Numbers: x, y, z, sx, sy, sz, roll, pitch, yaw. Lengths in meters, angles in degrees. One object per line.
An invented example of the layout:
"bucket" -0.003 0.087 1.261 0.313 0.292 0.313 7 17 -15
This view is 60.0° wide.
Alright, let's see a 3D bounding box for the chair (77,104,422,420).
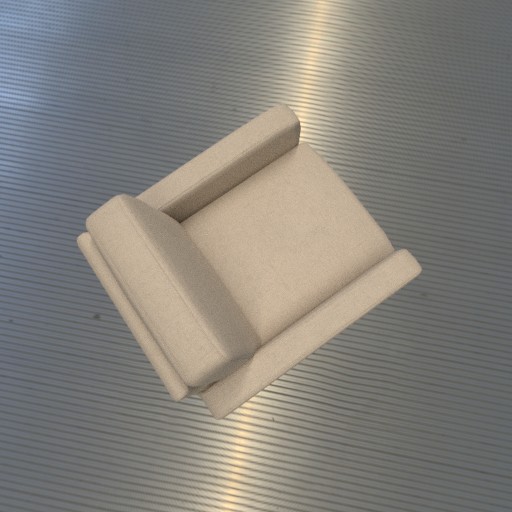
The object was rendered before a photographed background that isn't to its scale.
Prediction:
"chair" 0.000 0.000 1.544 0.888 0.827 0.755 -34 77 -9
